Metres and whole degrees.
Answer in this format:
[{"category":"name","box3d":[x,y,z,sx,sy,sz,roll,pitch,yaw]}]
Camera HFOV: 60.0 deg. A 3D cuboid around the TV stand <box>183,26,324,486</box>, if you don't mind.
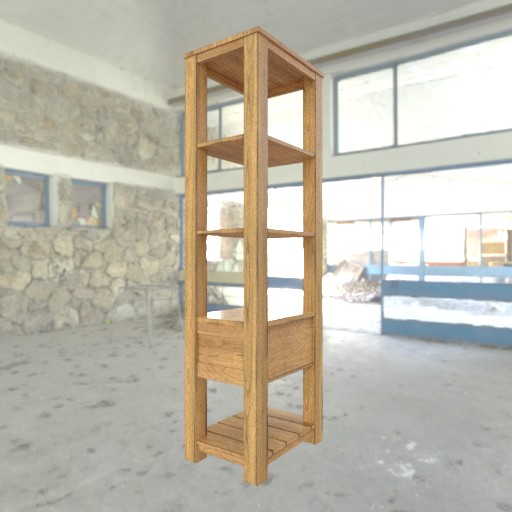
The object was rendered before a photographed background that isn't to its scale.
[{"category":"TV stand","box3d":[0.000,0.000,2.108,0.435,1.828,0.565,0,0,36]}]
